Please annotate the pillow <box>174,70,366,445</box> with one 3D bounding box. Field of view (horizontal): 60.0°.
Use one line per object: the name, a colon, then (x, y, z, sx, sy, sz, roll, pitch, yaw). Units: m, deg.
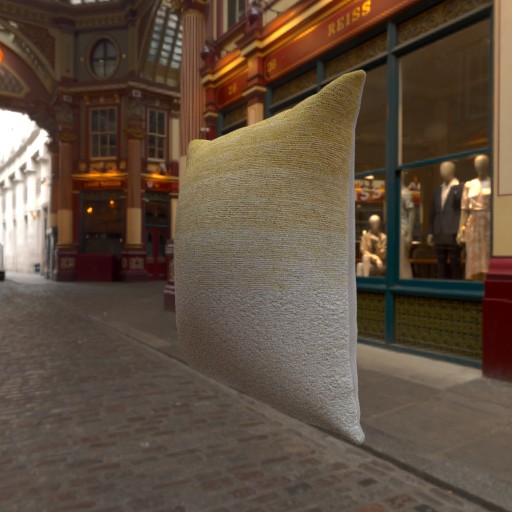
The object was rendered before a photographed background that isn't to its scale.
pillow: (0.000, 0.000, 0.705, 0.211, 0.450, 0.450, -1, 1, -35)
